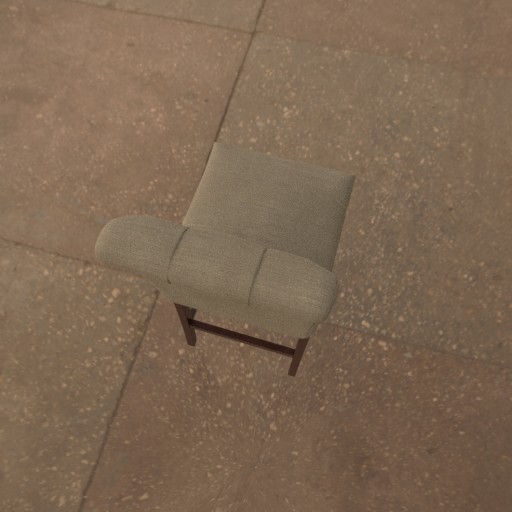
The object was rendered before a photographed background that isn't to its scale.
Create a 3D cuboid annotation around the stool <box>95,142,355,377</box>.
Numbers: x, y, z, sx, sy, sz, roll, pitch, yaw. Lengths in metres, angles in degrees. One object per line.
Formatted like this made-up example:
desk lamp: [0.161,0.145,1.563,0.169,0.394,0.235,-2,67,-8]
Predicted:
stool: [0.000,0.000,1.410,0.486,1.084,0.660,15,65,7]
